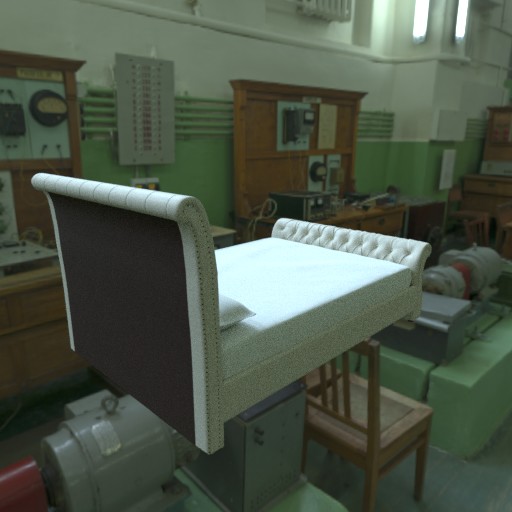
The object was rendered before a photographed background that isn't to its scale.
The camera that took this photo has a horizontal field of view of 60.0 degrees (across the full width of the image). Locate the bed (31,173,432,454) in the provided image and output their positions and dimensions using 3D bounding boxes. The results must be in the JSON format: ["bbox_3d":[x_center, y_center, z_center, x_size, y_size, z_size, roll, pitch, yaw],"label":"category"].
[{"bbox_3d":[0.000,0.000,3.303,1.606,1.268,2.493,15,21,43],"label":"bed"}]
